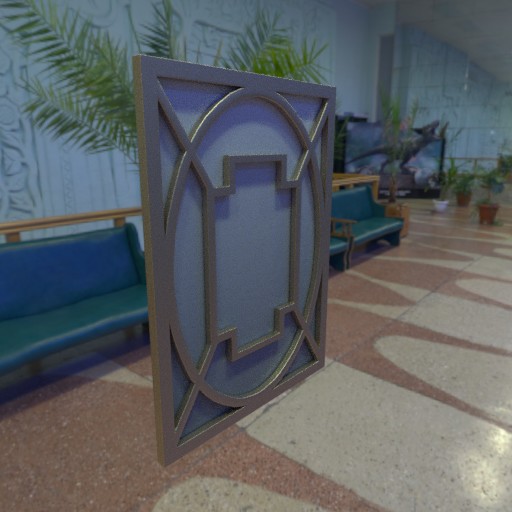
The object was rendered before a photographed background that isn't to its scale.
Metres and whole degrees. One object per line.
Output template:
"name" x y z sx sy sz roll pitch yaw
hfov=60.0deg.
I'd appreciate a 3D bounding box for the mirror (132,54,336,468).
"mirror" 0.000 0.000 1.338 0.032 1.023 0.756 13 19 41
